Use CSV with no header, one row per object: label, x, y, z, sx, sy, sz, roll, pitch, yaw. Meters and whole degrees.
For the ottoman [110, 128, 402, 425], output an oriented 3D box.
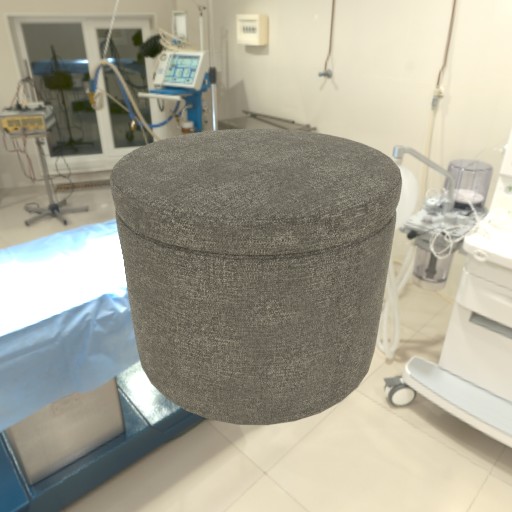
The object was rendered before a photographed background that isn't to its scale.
ottoman,0.000,0.000,0.872,0.500,0.419,0.500,0,29,0
